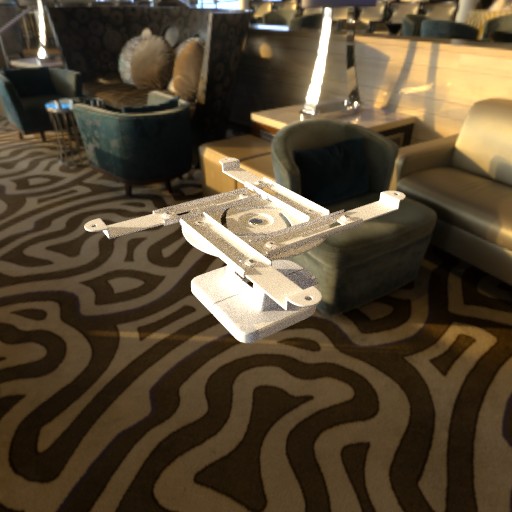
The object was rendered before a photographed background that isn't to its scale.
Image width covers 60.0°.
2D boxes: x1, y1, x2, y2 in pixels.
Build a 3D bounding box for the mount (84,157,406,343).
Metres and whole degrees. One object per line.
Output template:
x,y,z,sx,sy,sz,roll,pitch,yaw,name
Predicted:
0.000,0.000,0.605,0.394,0.141,0.394,-19,36,-29,mount
